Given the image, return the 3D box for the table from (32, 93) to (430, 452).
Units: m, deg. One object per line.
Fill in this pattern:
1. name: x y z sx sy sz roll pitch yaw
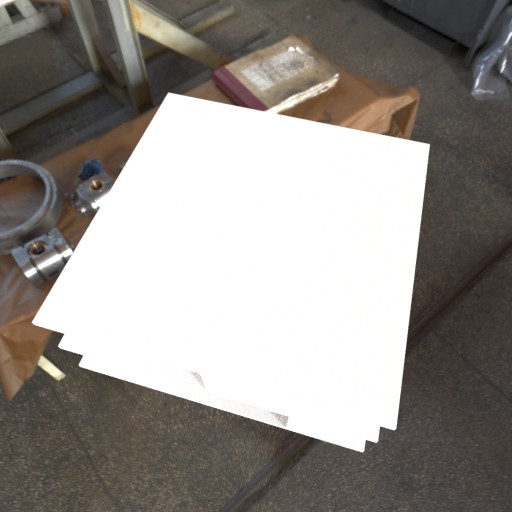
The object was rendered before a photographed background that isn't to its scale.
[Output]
1. table: 0.000 0.000 1.104 0.700 0.289 0.700 14 60 8
